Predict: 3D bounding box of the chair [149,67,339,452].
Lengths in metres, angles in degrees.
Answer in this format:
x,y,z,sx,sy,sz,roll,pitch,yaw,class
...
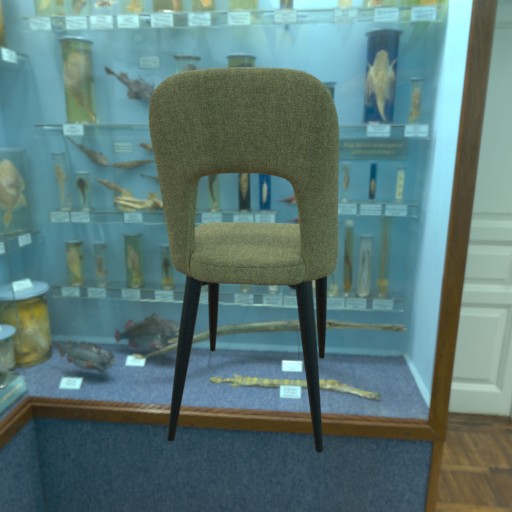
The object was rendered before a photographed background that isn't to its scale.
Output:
x,y,z,sx,sy,sz,roll,pitch,yaw,class
0.000,0.000,1.280,0.470,0.931,0.612,2,14,8,chair
